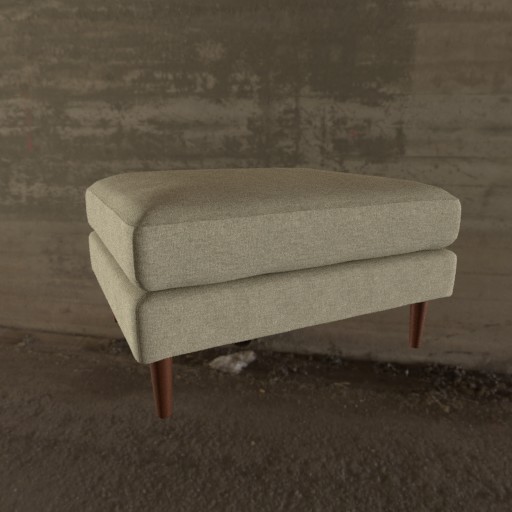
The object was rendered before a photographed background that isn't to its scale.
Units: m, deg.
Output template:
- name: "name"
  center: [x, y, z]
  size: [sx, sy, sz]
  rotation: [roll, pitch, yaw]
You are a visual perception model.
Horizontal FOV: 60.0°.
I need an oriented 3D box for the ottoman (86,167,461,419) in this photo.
- name: "ottoman"
  center: [0.000, 0.000, 1.253]
  size: [0.821, 0.474, 0.693]
  rotation: [-7, 17, -25]
